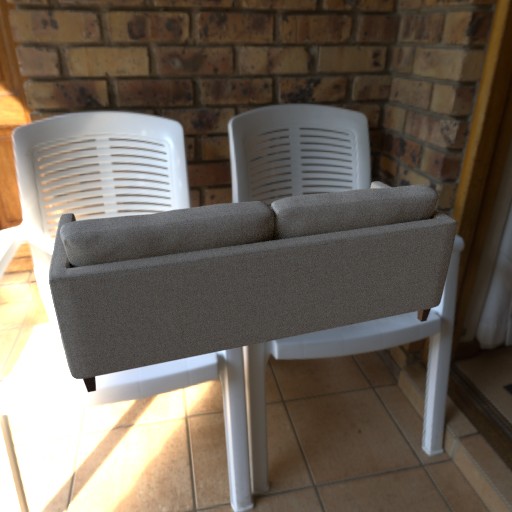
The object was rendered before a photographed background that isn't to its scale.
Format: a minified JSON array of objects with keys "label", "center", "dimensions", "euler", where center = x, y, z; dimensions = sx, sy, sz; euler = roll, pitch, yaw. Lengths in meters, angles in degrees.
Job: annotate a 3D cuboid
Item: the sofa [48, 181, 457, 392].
[{"label":"sofa","center":[0.000,0.000,2.979],"dimensions":[2.434,0.965,0.951],"euler":[-8,28,-16]}]
